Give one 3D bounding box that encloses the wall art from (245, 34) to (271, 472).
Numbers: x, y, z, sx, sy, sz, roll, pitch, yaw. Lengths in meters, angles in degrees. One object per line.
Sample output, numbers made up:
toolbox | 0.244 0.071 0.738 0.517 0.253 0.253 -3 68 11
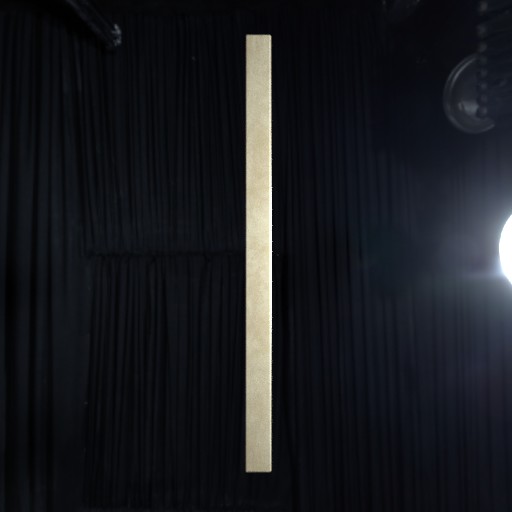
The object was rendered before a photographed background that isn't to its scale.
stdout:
wall art | 0.000 0.000 0.763 0.030 0.506 0.503 0 -1 -1
